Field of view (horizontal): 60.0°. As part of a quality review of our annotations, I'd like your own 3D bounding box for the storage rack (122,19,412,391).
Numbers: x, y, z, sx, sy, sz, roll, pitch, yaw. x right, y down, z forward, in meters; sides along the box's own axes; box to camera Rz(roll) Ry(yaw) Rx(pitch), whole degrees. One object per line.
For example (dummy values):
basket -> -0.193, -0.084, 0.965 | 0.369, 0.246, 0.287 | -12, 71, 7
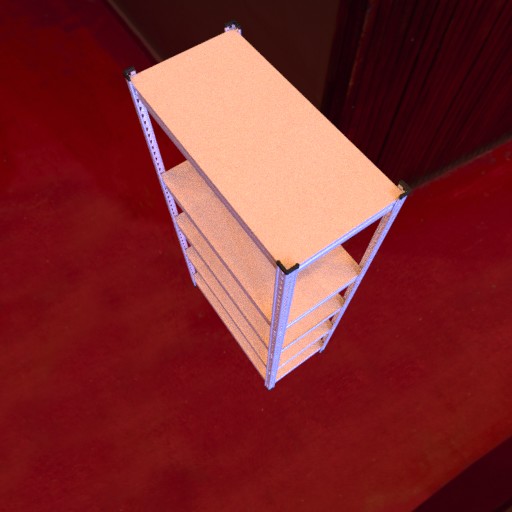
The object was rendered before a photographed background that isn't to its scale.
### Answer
storage rack -> 0.000, 0.000, 2.196 | 0.457, 1.829, 0.914 | -33, 68, -15
